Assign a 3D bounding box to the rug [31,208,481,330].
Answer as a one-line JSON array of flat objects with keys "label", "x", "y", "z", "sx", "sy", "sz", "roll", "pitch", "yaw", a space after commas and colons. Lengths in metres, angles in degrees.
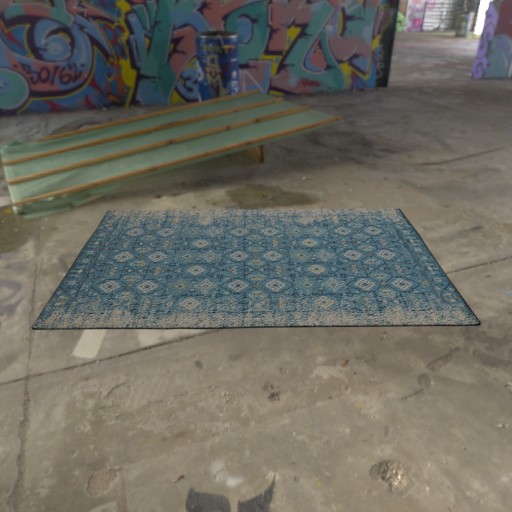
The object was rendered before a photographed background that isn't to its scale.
[{"label": "rug", "x": 0.000, "y": 0.000, "z": 3.045, "sx": 2.449, "sy": 0.015, "sz": 1.530, "roll": 0, "pitch": 30, "yaw": -1}]
